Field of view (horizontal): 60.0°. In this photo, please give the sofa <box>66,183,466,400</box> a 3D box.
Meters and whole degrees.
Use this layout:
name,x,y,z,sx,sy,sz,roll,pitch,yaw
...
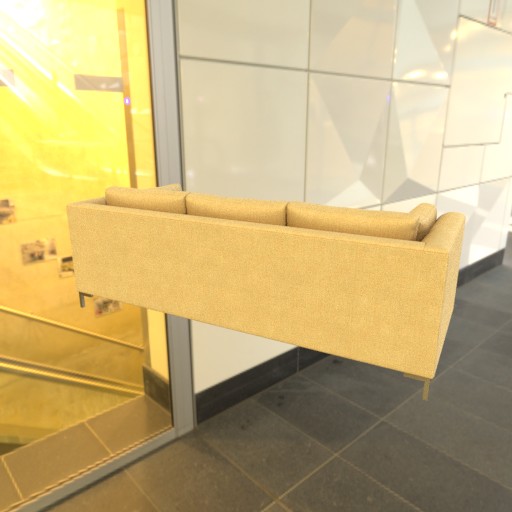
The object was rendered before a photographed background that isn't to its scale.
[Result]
name,x,y,z,sx,sy,sz,roll,pitch,yaw
sofa,0.000,0.000,2.948,2.415,0.867,0.969,9,19,27
